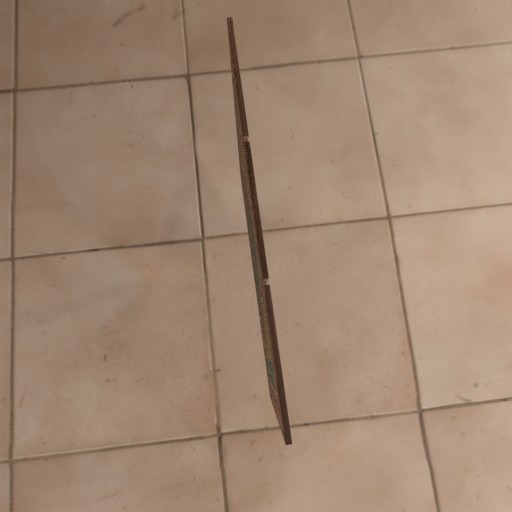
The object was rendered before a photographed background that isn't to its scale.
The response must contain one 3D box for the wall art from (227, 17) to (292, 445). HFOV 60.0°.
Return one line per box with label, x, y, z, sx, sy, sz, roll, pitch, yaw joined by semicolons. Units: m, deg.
wall art;0.000;0.000;1.353;0.013;0.914;0.915;-7;78;-2
